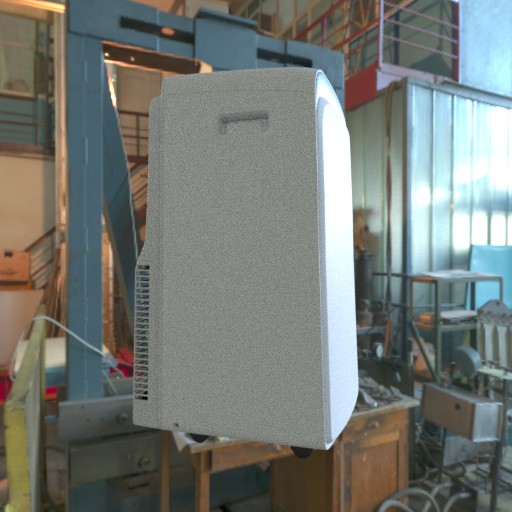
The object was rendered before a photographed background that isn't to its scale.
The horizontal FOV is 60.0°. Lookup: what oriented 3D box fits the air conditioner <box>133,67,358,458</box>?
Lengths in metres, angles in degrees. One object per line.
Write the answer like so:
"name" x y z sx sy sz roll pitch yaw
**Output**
"air conditioner" 0.000 0.000 1.064 0.467 0.765 0.478 0 0 19
